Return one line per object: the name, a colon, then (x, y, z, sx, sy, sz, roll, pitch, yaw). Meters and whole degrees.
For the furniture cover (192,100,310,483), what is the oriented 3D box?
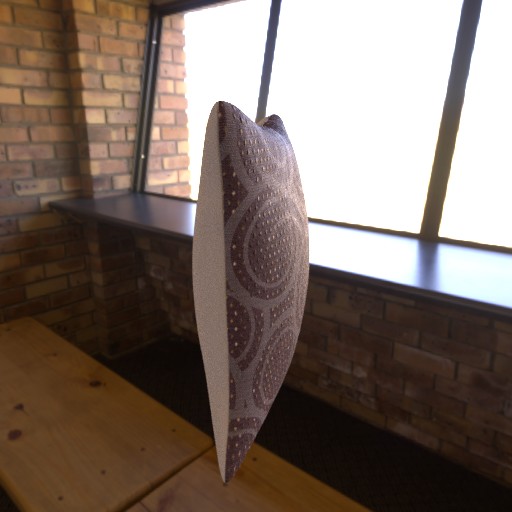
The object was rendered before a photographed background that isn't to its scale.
furniture cover: (0.000, 0.000, 0.808, 0.193, 0.509, 0.552, 3, 16, 9)
